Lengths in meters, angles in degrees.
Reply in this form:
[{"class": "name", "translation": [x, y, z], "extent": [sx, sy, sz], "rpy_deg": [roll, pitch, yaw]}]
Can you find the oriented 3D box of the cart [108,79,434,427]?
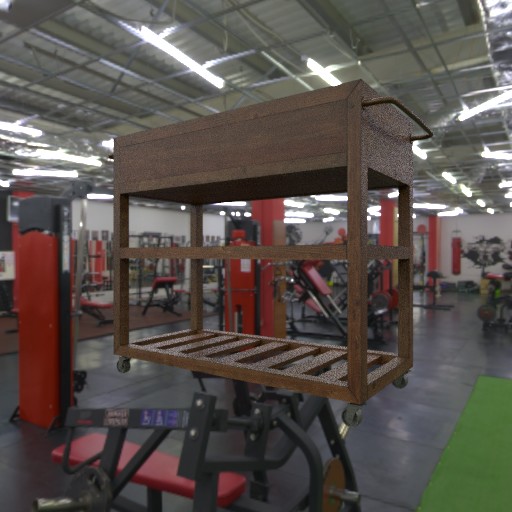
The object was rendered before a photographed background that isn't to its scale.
[{"class": "cart", "translation": [0.000, 0.000, 1.480], "extent": [1.065, 0.830, 0.445], "rpy_deg": [0, 0, 35]}]
